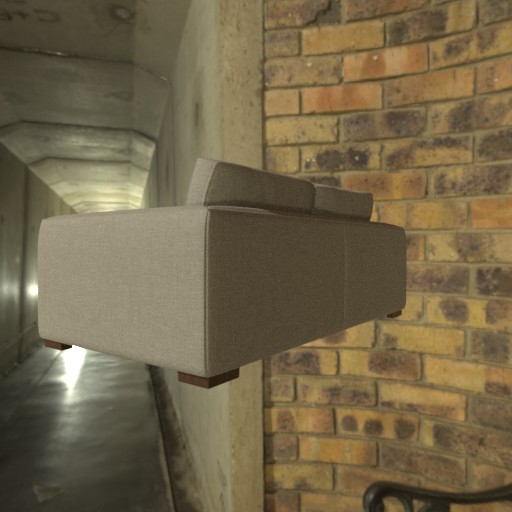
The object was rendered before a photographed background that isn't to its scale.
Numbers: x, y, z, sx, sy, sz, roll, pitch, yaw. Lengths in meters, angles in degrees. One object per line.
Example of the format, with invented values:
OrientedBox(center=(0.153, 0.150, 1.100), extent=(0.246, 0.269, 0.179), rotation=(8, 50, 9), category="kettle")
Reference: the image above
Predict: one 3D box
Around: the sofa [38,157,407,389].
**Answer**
OrientedBox(center=(0.000, 0.000, 2.428), extent=(1.069, 0.800, 1.920), rotation=(1, 2, 36), category="sofa")
